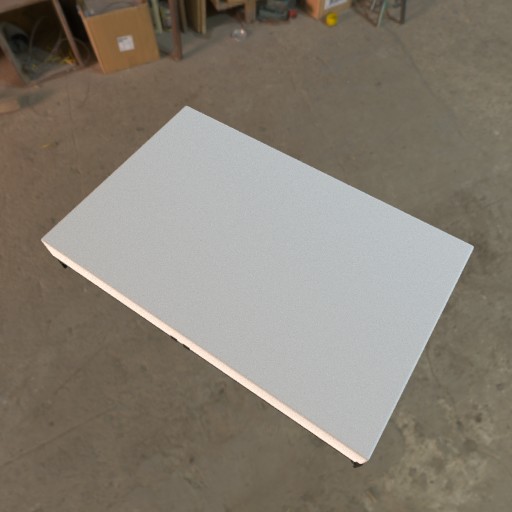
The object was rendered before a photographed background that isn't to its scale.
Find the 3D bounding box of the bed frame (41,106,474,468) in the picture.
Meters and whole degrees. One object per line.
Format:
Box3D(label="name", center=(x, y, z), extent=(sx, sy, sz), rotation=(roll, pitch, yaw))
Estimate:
Box3D(label="bed frame", center=(0.000, 0.000, 3.790), extent=(2.987, 0.440, 1.930), rotation=(30, 64, 16))
